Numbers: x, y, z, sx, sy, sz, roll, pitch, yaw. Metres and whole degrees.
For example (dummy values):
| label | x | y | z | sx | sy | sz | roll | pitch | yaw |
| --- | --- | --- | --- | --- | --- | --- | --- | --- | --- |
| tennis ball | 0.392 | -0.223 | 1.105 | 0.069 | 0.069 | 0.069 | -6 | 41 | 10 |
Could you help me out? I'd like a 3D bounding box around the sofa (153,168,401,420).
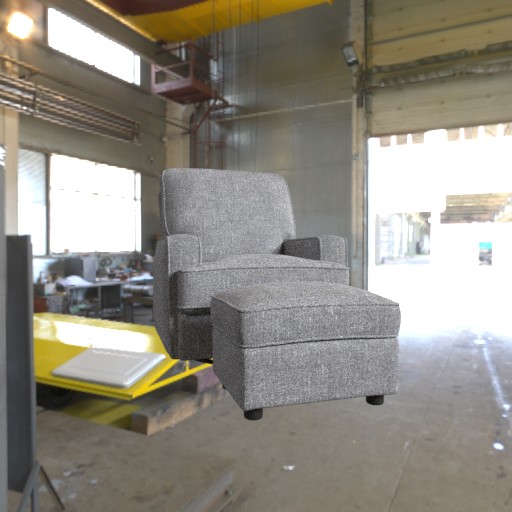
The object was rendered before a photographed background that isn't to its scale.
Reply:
| label | x | y | z | sx | sy | sz | roll | pitch | yaw |
| --- | --- | --- | --- | --- | --- | --- | --- | --- | --- |
| sofa | 0.000 | 0.000 | 2.040 | 0.861 | 0.959 | 1.472 | 0 | 1 | -17 |
